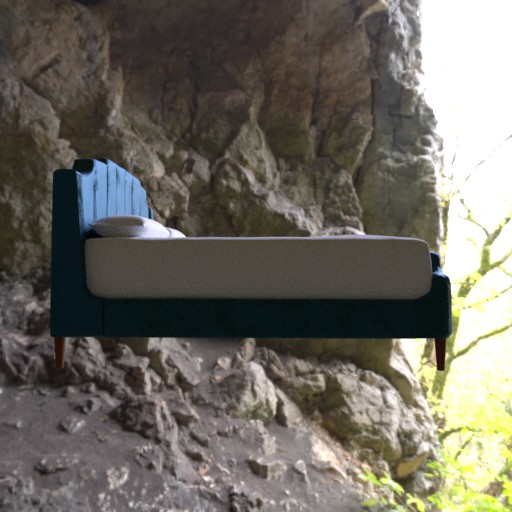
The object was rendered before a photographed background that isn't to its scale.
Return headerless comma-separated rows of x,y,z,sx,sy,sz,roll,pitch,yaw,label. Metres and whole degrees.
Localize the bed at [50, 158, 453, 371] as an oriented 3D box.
0.000,0.000,3.344,2.322,1.338,1.678,0,-2,2,bed
